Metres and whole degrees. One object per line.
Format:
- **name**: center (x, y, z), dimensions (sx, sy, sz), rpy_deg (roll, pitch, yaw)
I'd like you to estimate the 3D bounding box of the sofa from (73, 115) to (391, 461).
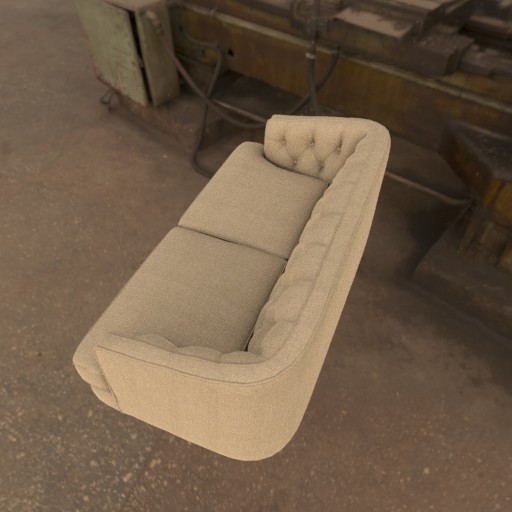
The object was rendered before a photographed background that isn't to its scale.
- **sofa**: center (0.000, 0.000, 2.210), dimensions (0.941, 0.855, 1.733), rpy_deg (18, 50, 15)
